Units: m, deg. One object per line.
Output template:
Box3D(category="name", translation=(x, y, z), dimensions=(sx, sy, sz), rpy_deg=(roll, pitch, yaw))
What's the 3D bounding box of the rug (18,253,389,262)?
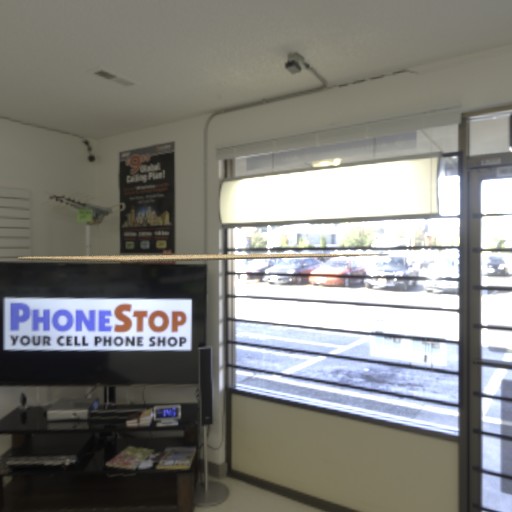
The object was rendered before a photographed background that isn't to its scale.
Box3D(category="rug", translation=(0.000, 0.000, 2.673), dimensions=(0.769, 0.012, 2.448), rpy_deg=(1, 1, 36))
